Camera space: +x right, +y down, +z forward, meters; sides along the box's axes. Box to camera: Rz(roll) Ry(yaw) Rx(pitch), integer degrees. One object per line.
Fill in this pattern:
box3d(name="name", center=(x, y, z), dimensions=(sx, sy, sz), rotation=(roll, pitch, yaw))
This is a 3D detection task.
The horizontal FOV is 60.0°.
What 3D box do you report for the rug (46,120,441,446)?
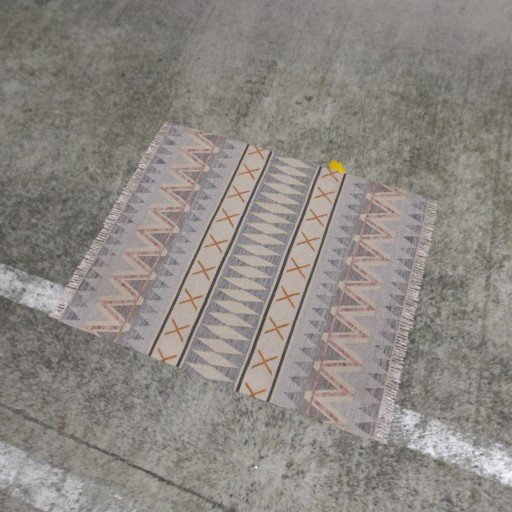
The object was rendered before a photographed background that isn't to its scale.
box3d(name="rug", center=(0.000, 0.000, 4.070), dimensions=(3.000, 0.012, 2.371), rotation=(18, 66, 9))
